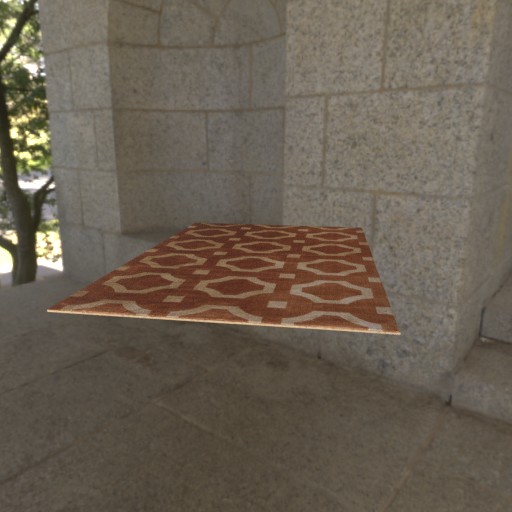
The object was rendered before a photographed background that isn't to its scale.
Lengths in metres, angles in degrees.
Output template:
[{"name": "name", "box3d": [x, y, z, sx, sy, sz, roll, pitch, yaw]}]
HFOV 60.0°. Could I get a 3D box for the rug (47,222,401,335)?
[{"name": "rug", "box3d": [0.000, 0.000, 2.988, 1.555, 0.016, 2.286, 2, 14, 9]}]
